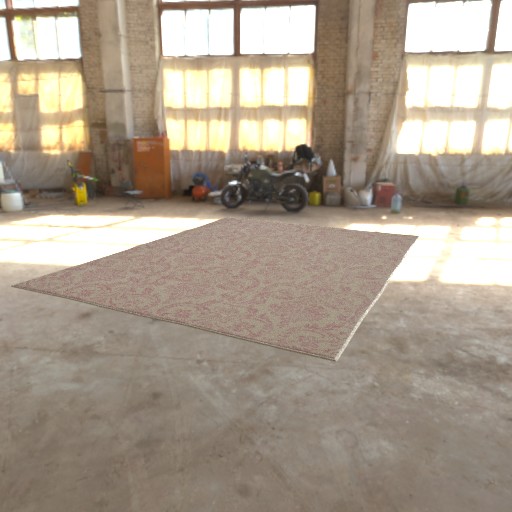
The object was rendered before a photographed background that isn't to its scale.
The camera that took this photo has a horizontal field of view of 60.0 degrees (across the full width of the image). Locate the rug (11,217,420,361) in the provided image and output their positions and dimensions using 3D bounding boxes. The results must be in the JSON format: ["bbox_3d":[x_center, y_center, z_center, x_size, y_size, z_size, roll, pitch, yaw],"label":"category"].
[{"bbox_3d":[0.000,0.000,3.886,2.363,0.012,2.980,8,17,26],"label":"rug"}]
